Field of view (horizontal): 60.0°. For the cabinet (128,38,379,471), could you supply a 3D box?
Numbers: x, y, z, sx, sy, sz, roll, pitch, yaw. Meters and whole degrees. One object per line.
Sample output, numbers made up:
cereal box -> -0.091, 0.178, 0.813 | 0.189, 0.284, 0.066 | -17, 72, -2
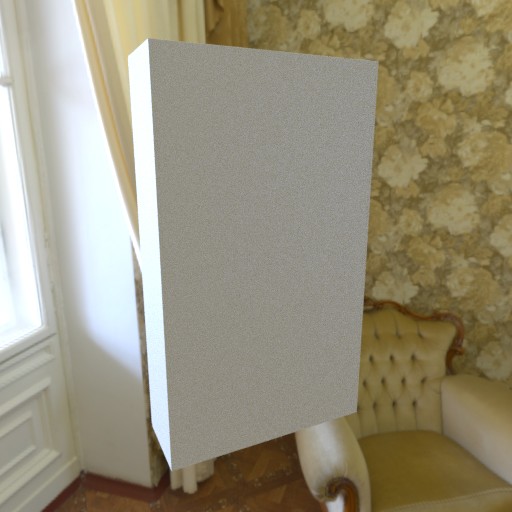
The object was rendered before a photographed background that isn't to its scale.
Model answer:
cabinet -> 0.000, 0.000, 2.611 | 1.250, 2.160, 0.480 | -7, 16, -25
